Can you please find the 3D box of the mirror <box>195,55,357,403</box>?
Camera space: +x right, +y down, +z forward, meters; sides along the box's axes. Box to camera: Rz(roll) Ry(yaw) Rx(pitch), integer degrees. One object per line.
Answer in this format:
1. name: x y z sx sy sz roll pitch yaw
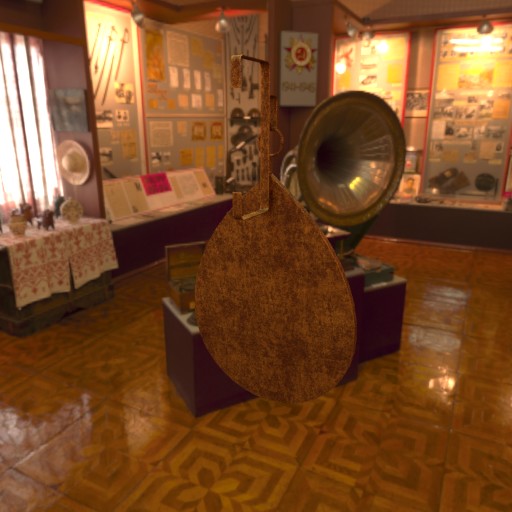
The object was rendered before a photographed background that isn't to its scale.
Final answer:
1. mirror: 0.000 0.000 0.912 0.405 0.744 0.144 9 19 28
